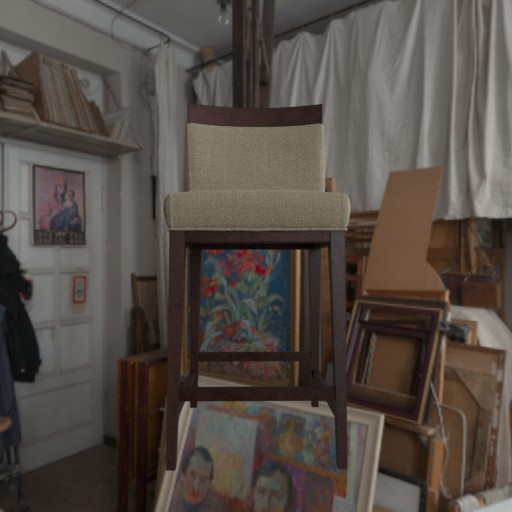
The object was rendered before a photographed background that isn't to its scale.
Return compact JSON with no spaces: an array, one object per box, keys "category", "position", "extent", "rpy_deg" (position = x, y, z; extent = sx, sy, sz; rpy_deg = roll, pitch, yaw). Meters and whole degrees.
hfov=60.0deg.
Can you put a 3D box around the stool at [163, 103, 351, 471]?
[{"category":"stool","position":[0.000,0.000,1.283],"extent":[0.463,1.011,0.480],"rpy_deg":[0,0,-1]}]
